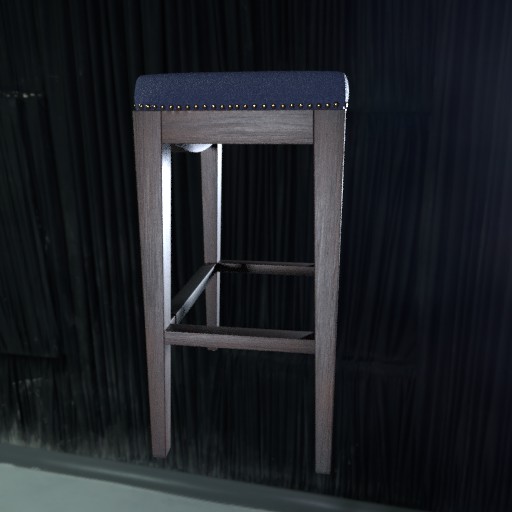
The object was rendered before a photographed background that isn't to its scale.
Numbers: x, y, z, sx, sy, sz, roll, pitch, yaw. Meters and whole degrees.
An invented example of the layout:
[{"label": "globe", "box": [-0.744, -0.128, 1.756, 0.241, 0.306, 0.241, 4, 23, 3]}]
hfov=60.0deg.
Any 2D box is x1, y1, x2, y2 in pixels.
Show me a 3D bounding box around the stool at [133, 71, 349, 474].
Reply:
[{"label": "stool", "box": [0.000, 0.000, 1.021, 0.358, 0.740, 0.498, 2, 16, 8]}]
